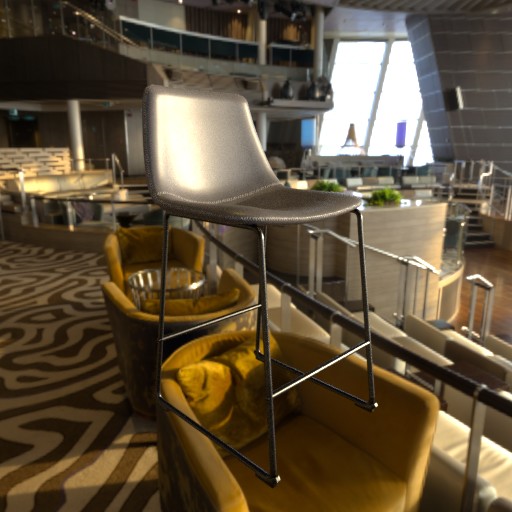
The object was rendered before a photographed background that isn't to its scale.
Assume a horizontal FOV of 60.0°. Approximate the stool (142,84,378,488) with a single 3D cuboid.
[{"bbox_3d":[0.000,0.000,1.179,0.470,0.876,0.546,-13,19,-43],"label":"stool"}]
